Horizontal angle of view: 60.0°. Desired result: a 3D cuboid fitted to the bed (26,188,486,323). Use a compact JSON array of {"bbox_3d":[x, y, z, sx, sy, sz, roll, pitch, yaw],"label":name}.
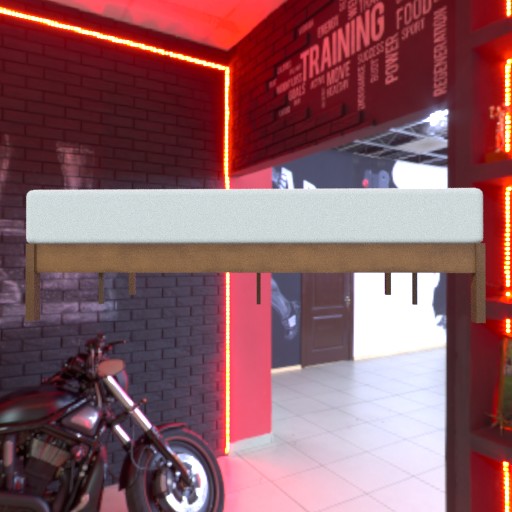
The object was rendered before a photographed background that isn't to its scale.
[{"bbox_3d":[0.000,0.000,2.722,2.050,0.593,1.529,0,0,2],"label":"bed"}]
